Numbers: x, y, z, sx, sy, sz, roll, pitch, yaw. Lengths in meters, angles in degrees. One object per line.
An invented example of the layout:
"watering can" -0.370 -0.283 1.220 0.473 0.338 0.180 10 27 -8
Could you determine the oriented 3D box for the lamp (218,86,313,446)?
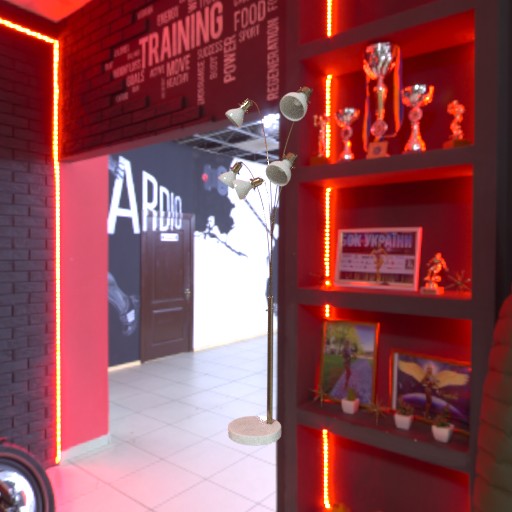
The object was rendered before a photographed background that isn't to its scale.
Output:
"lamp" 0.000 0.000 2.971 0.361 2.423 1.405 0 1 -19
